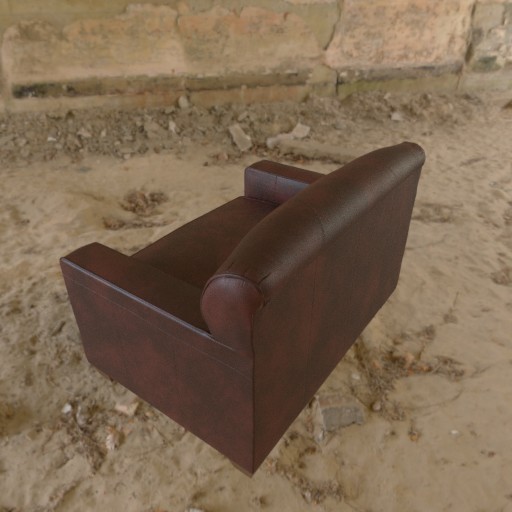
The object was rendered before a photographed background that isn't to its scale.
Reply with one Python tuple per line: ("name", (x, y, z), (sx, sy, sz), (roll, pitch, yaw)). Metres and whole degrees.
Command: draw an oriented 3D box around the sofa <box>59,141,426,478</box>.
("sofa", (0.000, 0.000, 2.046), (1.000, 0.956, 1.413), (21, 38, 30))
